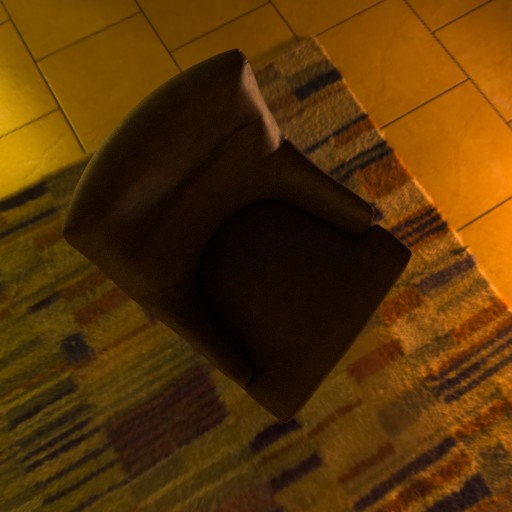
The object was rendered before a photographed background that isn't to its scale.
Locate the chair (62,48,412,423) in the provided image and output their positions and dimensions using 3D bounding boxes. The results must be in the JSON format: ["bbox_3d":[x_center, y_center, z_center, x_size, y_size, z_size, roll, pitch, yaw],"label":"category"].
[{"bbox_3d":[0.000,0.000,1.492,0.874,0.870,0.738,38,79,9],"label":"chair"}]
